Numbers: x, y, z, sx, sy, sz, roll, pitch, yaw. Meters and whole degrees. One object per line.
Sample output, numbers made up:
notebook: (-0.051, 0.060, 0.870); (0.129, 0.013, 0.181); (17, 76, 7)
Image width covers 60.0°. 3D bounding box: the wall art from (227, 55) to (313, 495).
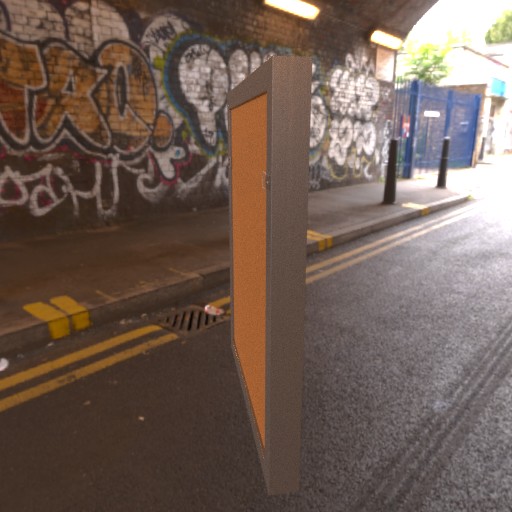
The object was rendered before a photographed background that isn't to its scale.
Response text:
wall art: (0.000, 0.000, 0.512); (0.030, 0.379, 0.308); (-3, 15, -9)
